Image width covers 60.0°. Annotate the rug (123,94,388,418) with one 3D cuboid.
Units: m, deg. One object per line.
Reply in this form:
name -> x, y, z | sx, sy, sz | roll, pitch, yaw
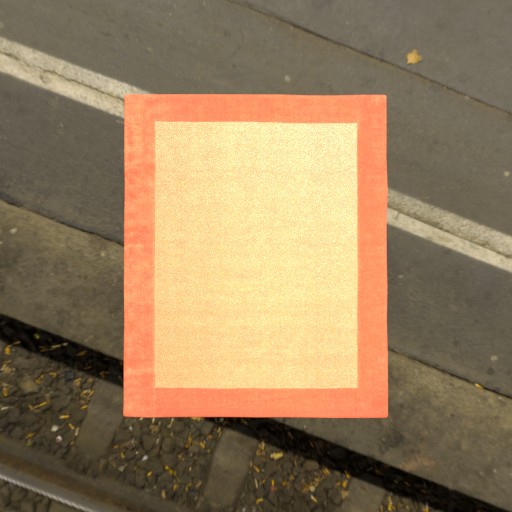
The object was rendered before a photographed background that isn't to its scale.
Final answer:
rug -> 0.000, 0.000, 4.075 | 2.430, 0.018, 2.976 | 0, 90, 0
